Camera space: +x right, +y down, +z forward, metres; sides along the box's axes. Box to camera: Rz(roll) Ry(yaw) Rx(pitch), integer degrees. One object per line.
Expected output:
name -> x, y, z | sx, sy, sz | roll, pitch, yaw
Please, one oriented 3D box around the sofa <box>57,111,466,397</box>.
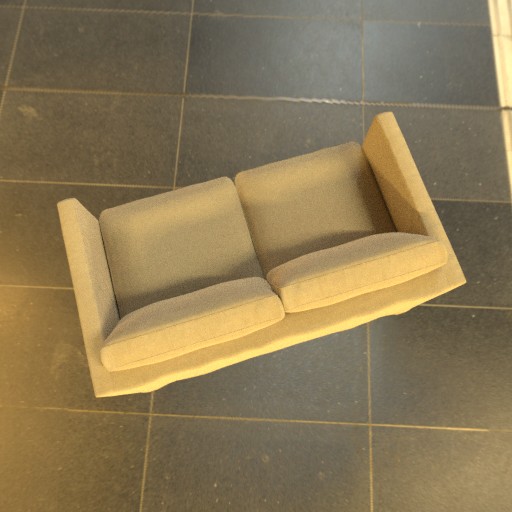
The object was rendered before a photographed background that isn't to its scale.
sofa -> 0.000, 0.000, 2.302 | 1.719, 0.835, 0.962 | -16, 75, -4
